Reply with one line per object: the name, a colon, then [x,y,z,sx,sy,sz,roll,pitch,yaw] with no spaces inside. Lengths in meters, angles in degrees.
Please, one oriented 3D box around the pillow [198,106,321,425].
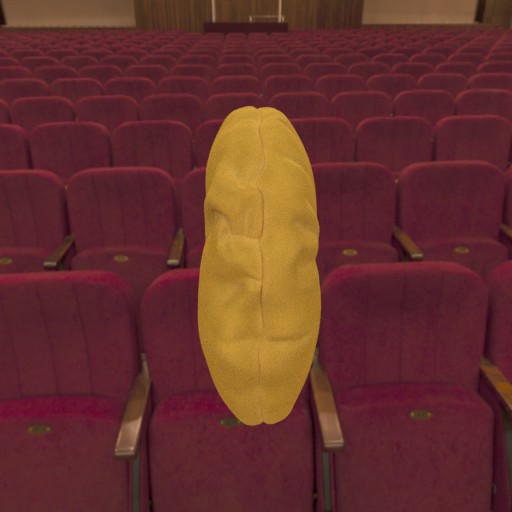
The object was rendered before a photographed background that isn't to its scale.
pillow: [0.000,0.000,0.637,0.148,0.407,0.428,-1,27,-2]
